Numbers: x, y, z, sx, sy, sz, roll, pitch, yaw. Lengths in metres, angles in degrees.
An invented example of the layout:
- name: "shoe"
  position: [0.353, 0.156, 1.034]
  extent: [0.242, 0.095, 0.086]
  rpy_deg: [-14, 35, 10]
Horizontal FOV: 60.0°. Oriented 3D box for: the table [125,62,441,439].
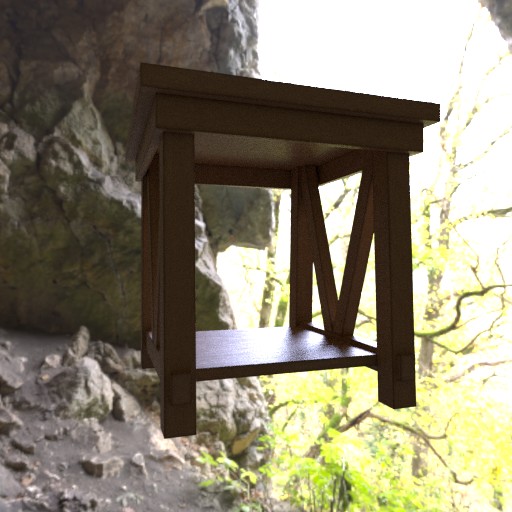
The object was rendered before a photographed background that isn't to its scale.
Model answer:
- name: "table"
  position: [0.000, 0.000, 1.119]
  extent: [0.610, 0.638, 0.612]
  rpy_deg: [0, 0, -19]
